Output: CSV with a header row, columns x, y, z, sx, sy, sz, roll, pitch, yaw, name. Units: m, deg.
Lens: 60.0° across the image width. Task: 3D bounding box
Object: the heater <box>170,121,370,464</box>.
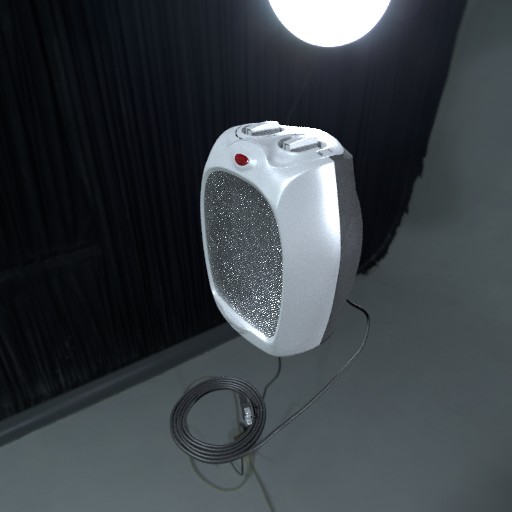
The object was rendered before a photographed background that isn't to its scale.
x,y,z,sx,sy,sz,roll,pitch,yaw,name
0.000,0.000,0.471,0.291,0.240,0.239,-22,38,-31,heater
